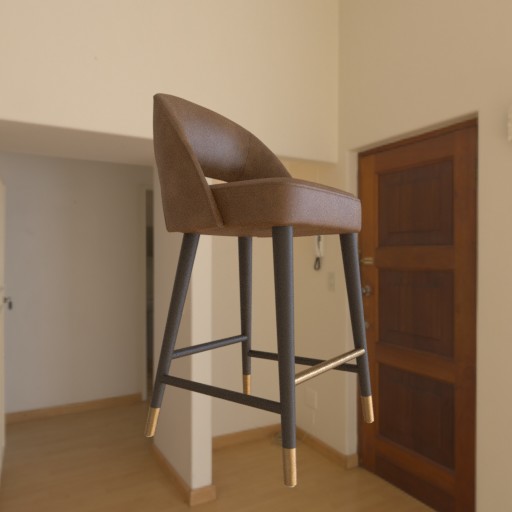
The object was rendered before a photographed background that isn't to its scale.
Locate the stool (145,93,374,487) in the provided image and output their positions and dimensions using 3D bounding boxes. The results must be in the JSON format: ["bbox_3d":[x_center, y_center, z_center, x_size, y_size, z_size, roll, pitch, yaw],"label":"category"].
[{"bbox_3d":[0.000,0.000,1.224,0.509,0.940,0.494,0,0,36],"label":"stool"}]
